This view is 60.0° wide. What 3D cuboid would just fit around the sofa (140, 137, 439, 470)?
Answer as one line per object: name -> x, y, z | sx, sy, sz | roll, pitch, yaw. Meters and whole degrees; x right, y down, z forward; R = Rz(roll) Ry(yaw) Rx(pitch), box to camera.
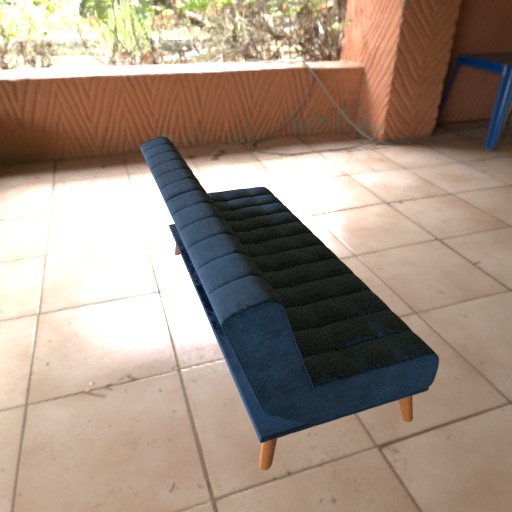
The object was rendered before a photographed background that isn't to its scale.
sofa -> 0.000, 0.000, 2.274 | 0.855, 0.813, 1.804 | -10, 32, -17
